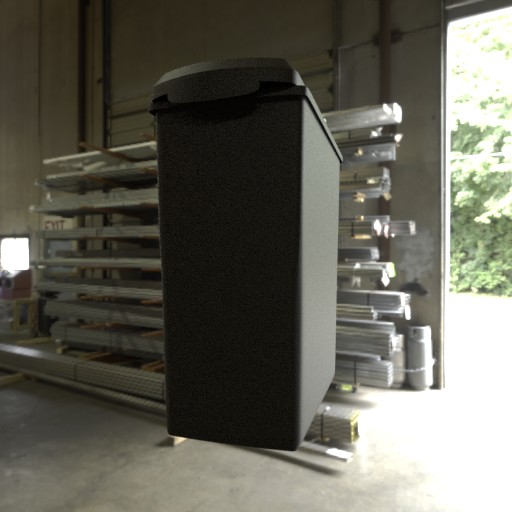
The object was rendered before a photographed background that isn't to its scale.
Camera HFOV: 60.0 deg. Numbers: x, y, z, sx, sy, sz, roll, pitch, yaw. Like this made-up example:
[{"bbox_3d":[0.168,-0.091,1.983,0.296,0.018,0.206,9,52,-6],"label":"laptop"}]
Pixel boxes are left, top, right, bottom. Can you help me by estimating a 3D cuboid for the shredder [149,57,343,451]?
[{"bbox_3d":[0.000,0.000,0.514,0.170,0.335,0.320,0,0,17],"label":"shredder"}]
